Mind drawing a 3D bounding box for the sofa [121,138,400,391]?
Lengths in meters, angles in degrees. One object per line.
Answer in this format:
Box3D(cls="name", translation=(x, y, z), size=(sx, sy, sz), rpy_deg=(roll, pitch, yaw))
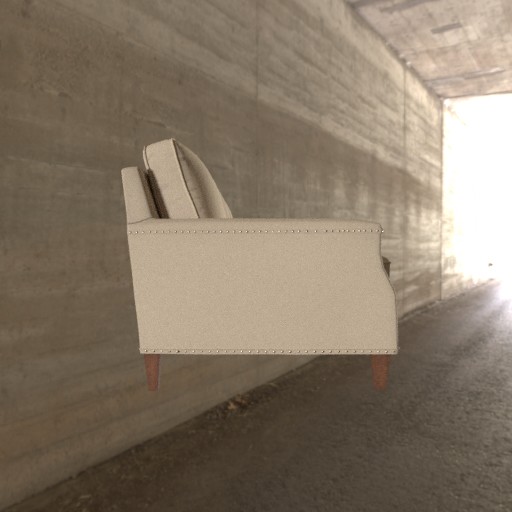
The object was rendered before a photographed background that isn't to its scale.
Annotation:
Box3D(cls="sofa", translation=(0.000, 0.000, 2.775), size=(1.084, 1.003, 2.246), rpy_deg=(0, 1, -1))
